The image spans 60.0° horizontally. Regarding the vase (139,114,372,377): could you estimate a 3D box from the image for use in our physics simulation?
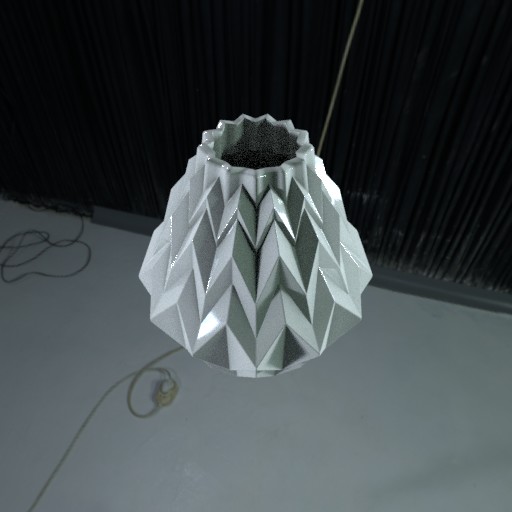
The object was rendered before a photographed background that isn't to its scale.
[{"bbox_3d":[0.000,0.000,0.312,0.164,0.185,0.164,0,46,0],"label":"vase"}]
